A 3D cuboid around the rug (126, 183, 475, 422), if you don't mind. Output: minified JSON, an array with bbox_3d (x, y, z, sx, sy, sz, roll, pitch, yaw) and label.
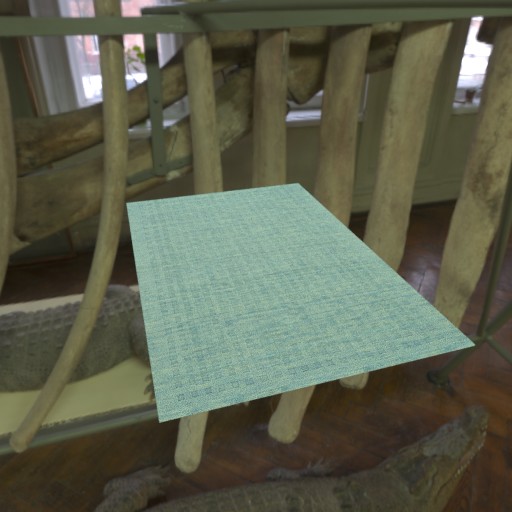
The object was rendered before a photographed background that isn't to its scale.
[{"bbox_3d":[0.000,0.000,2.905,1.522,0.006,2.286,-9,31,-15],"label":"rug"}]
